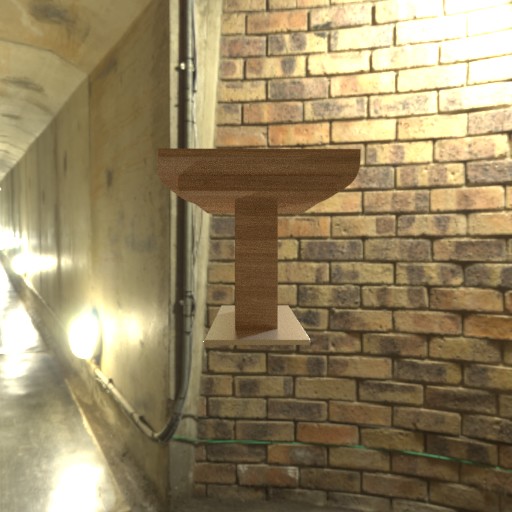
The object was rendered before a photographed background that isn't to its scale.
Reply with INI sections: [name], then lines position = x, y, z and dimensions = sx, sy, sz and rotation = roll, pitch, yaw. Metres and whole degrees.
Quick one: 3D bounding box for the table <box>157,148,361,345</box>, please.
[table]
position = 0.000, 0.000, 2.484
dimensions = 0.900, 0.750, 2.032
rotation = 0, 1, -1
